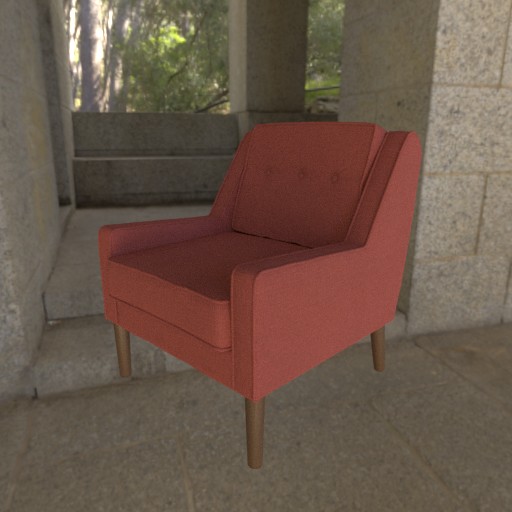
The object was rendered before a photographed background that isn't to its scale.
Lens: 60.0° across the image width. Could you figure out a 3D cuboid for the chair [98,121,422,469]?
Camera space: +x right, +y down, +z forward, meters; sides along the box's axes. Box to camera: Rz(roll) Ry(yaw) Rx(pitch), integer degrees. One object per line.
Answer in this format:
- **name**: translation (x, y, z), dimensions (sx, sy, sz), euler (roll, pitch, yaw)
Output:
- **chair**: translation (0.000, 0.000, 1.390), dimensions (0.680, 0.812, 0.770), euler (15, 22, 42)
